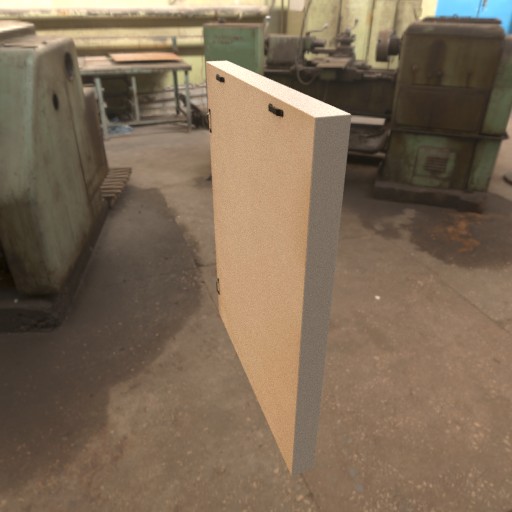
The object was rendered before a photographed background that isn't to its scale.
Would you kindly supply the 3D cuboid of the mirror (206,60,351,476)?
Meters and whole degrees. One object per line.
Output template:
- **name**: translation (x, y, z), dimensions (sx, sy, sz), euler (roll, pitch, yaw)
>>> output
- **mirror**: translation (0.000, 0.000, 0.683), dimensions (0.041, 0.509, 0.406), euler (-10, 32, -16)
